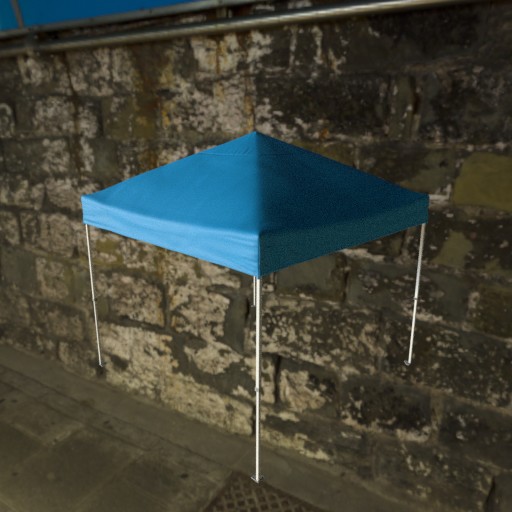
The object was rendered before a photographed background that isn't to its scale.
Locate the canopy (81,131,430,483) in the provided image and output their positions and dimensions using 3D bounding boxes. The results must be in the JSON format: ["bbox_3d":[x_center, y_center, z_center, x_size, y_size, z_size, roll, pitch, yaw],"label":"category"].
[{"bbox_3d":[0.000,0.000,5.532,2.998,2.997,2.996,15,22,42],"label":"canopy"}]
